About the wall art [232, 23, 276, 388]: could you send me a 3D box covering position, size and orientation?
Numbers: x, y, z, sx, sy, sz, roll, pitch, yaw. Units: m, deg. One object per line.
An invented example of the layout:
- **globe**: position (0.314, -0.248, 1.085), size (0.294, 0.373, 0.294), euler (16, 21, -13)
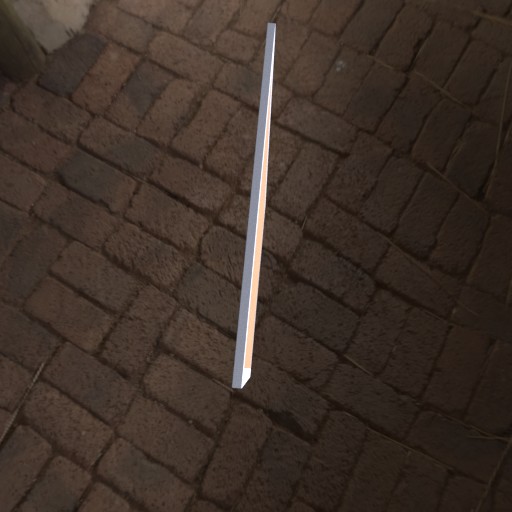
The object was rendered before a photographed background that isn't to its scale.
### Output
- **wall art**: position (0.000, 0.000, 1.220), size (0.015, 0.965, 0.660), euler (5, 76, 1)
